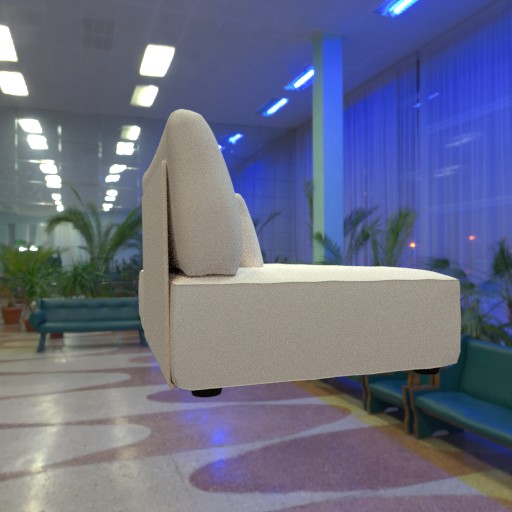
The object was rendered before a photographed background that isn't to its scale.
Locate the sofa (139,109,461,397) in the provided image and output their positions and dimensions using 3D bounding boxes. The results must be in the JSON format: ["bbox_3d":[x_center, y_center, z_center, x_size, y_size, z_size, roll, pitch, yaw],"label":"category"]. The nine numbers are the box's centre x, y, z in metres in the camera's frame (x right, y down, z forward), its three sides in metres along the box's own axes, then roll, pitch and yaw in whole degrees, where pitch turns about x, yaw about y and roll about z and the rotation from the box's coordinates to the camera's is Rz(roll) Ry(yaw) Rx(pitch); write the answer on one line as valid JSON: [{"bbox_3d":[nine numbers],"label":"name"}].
[{"bbox_3d":[0.000,0.000,2.049,1.000,0.820,1.450,0,0,-19],"label":"sofa"}]
